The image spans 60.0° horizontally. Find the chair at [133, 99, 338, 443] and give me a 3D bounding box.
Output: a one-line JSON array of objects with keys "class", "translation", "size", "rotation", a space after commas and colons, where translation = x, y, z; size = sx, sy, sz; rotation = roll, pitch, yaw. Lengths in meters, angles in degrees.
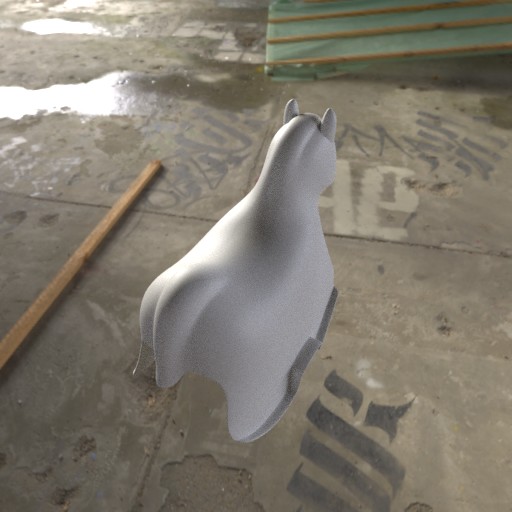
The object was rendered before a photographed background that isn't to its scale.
[{"class": "chair", "translation": [0.000, 0.000, 1.152], "size": [0.429, 0.612, 0.800], "rotation": [23, 49, 22]}]
